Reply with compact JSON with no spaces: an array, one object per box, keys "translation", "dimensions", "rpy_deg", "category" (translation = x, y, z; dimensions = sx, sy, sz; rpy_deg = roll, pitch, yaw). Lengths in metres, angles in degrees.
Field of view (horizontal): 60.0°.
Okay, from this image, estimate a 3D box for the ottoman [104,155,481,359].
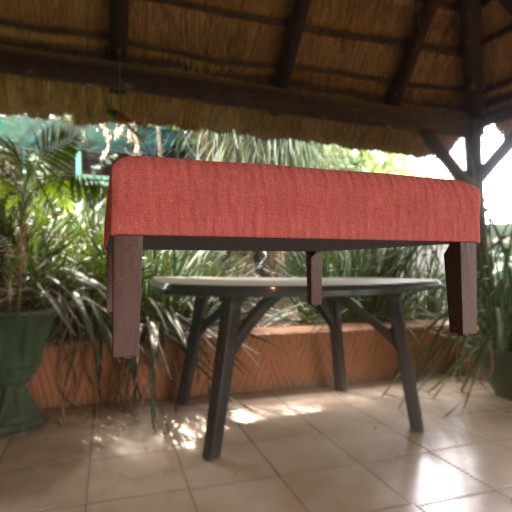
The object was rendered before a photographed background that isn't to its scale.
[{"translation":[0.000,0.000,1.378],"dimensions":[0.889,0.411,0.890],"rpy_deg":[0,-1,-19],"category":"ottoman"}]
